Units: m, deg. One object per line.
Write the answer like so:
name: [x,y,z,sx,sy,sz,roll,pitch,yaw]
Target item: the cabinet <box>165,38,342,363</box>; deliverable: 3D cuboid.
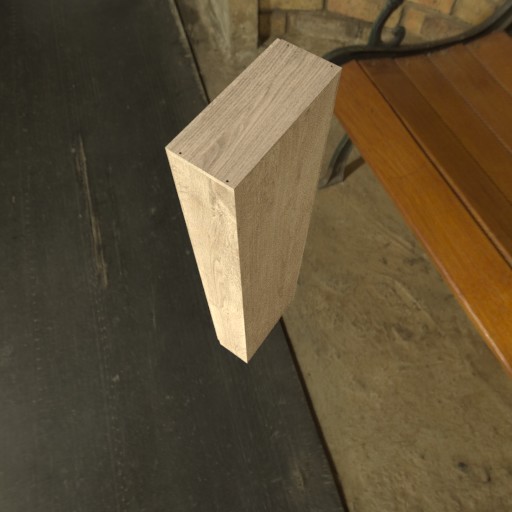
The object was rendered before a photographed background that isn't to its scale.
cabinet: [0.000,0.000,1.969,0.230,1.790,0.500,33,68,15]
